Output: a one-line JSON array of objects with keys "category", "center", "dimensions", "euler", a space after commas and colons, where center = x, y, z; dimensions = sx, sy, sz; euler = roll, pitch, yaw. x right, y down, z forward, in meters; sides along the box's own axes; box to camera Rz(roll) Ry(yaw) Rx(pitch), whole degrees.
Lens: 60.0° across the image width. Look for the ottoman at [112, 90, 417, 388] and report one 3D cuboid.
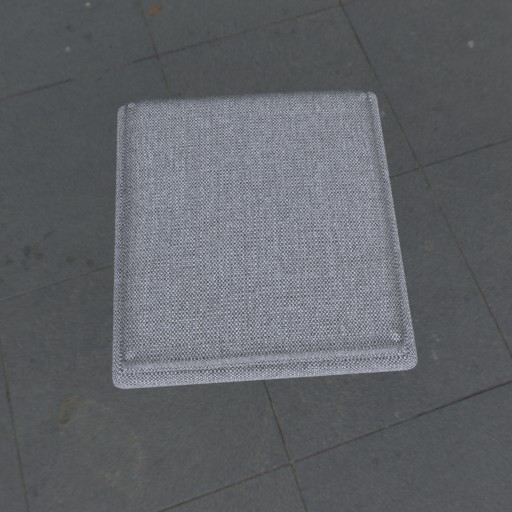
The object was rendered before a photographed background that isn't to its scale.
[{"category": "ottoman", "center": [0.000, 0.000, 0.846], "dimensions": [0.436, 0.487, 0.454], "euler": [-4, 75, -1]}]
